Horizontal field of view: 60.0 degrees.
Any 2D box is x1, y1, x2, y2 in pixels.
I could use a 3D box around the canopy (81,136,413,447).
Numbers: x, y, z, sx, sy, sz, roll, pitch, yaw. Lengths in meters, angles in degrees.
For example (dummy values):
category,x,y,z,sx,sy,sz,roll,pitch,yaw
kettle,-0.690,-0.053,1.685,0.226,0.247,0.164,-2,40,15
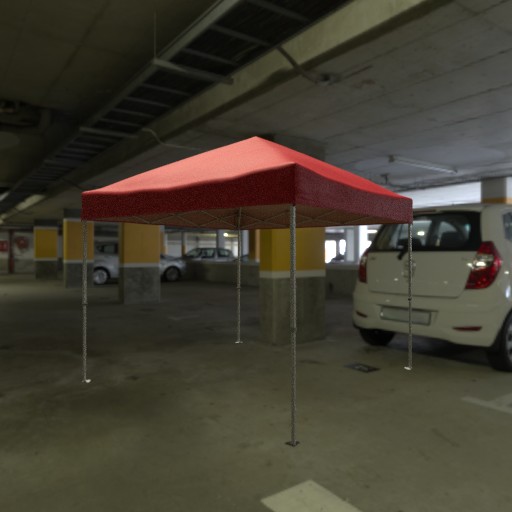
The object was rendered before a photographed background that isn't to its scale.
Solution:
category,x,y,z,sx,sy,sz,roll,pitch,yaw
canopy,0.000,0.000,5.571,2.996,2.997,2.998,0,0,37
